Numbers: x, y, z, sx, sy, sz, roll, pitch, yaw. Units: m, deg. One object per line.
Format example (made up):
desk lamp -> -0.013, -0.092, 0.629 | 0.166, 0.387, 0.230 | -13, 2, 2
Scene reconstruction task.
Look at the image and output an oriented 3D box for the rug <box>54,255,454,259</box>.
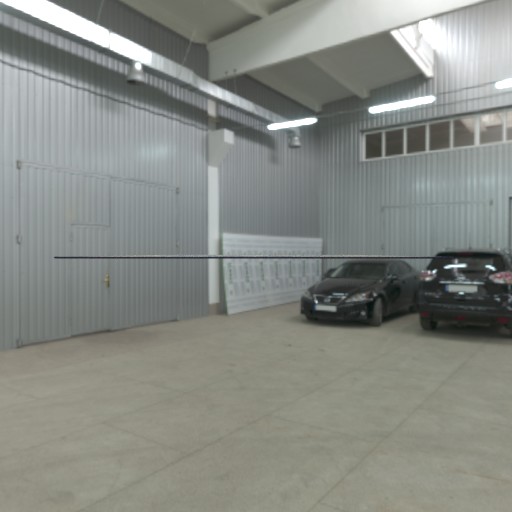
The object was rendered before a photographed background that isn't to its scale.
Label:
rug -> 0.000, 0.000, 2.896 | 1.630, 0.009, 2.232 | 0, 0, 1
